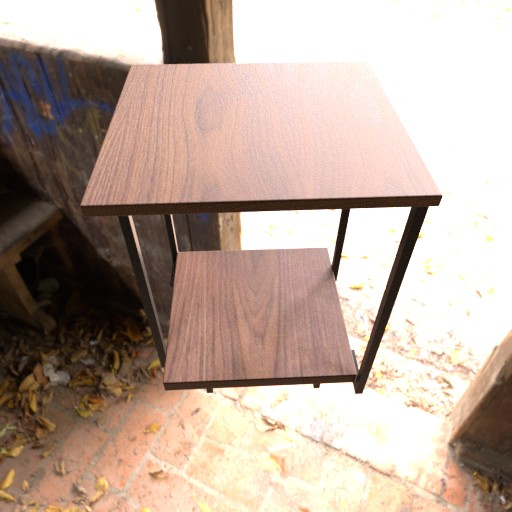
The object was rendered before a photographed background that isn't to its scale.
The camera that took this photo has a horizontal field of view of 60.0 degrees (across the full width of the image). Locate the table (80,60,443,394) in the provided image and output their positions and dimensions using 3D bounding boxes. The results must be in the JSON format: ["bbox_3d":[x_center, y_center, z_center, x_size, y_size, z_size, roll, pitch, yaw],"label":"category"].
[{"bbox_3d":[0.000,0.000,0.835,0.411,0.567,0.384,-2,45,-2],"label":"table"}]
